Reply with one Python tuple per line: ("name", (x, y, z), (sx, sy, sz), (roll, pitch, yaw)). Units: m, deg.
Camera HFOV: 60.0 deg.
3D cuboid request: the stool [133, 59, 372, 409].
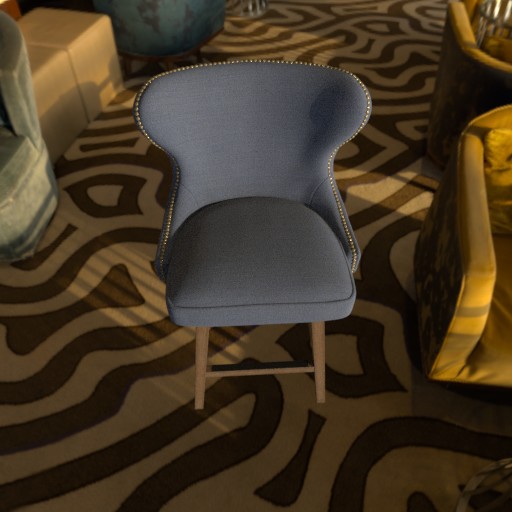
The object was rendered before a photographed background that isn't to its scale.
("stool", (0.000, 0.000, 1.366), (0.615, 0.972, 0.597), (-2, 47, -2))
